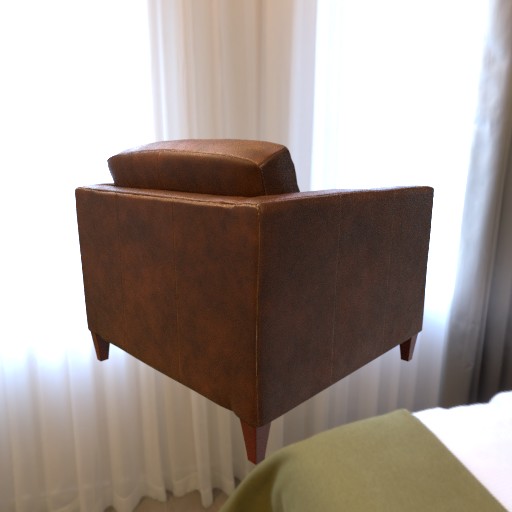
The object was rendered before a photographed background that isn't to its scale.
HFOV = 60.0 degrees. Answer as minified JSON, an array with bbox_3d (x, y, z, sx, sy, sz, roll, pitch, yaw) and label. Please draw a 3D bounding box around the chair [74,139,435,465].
[{"bbox_3d":[0.000,0.000,1.729,0.990,0.864,0.975,12,17,43],"label":"chair"}]
